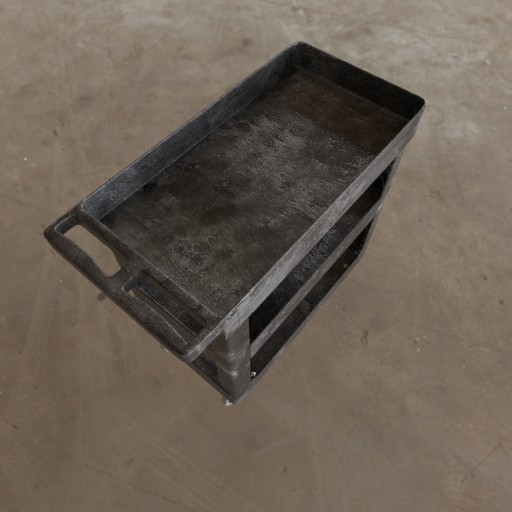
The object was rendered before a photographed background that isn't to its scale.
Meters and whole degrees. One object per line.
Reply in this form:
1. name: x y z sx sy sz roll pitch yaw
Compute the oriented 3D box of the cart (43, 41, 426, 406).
1. cart: 0.000 0.000 1.355 0.420 0.824 0.877 35 64 20
